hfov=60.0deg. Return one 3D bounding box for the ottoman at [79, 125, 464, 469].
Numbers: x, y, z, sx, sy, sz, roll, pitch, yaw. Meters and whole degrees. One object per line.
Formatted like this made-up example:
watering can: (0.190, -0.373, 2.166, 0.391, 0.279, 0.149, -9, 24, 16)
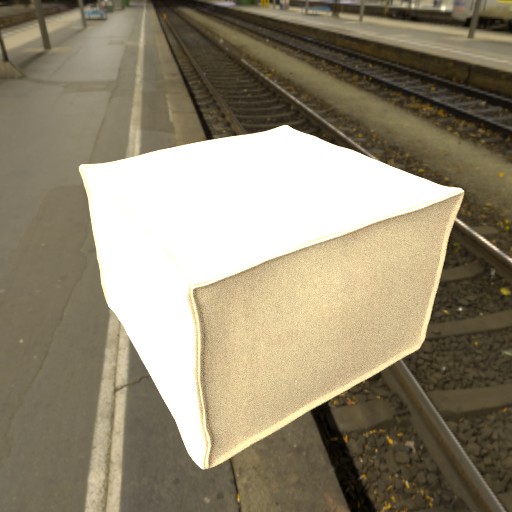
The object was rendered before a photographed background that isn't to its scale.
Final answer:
ottoman: (0.000, 0.000, 1.161, 0.707, 0.470, 0.696, -19, 36, -28)
